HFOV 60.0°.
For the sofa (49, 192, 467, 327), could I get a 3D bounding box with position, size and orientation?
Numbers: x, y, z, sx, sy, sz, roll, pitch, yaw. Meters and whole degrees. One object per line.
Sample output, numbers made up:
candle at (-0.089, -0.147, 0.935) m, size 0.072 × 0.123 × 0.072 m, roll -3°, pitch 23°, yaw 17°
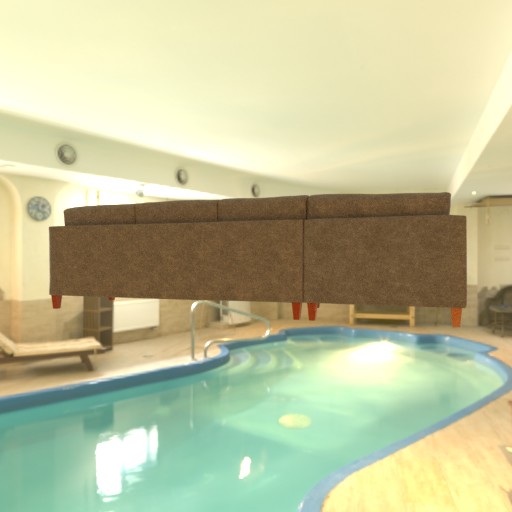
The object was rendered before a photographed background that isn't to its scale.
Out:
sofa at (0.000, 0.000, 4.204) m, size 3.471 × 0.954 × 1.606 m, roll 0°, pitch 0°, yaw 18°
